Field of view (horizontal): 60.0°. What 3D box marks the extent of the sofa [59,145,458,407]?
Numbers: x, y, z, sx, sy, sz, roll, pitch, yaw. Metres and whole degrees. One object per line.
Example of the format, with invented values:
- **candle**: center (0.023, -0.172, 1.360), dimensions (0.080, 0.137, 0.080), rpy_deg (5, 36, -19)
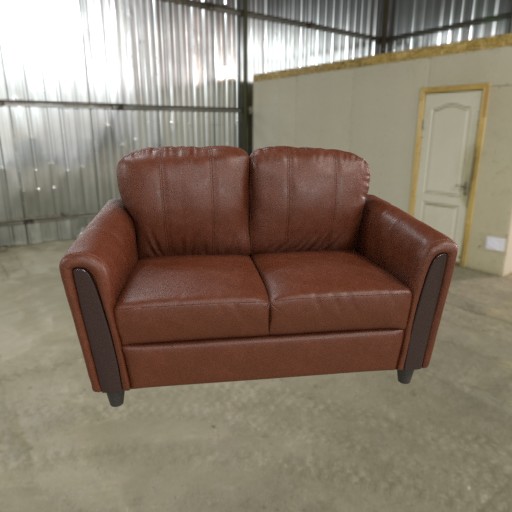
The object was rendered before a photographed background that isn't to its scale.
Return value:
- **sofa**: center (0.000, 0.000, 1.927), dimensions (1.406, 0.906, 0.805), rpy_deg (-2, 17, -7)
